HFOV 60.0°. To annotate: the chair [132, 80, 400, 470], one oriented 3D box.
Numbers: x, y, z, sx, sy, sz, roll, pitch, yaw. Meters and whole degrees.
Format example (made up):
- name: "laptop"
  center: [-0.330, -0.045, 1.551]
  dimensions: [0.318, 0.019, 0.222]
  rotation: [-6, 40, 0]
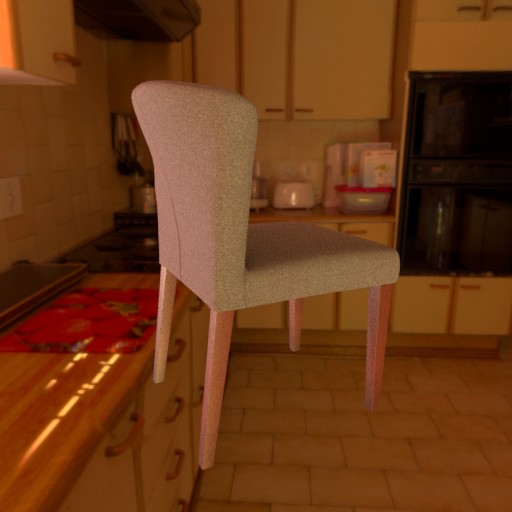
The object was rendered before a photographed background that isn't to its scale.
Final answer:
- name: "chair"
  center: [0.000, 0.000, 1.191]
  dimensions: [0.592, 0.839, 0.491]
  rotation: [-7, 16, -26]
